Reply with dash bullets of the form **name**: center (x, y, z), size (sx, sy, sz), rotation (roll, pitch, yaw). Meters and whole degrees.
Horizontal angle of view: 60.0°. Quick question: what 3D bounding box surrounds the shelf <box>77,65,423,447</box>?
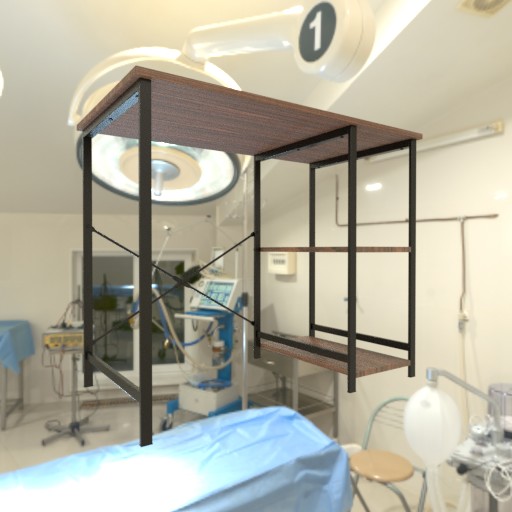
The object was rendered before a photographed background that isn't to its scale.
- **shelf**: center (0.000, 0.000, 1.320), size (0.902, 0.750, 0.498), rotation (-1, 1, -34)
